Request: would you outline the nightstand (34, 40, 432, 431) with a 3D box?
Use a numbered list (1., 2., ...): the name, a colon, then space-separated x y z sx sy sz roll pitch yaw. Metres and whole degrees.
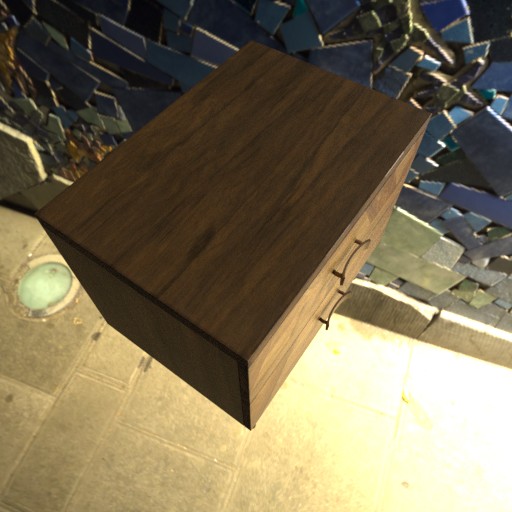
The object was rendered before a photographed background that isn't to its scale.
1. nightstand: 0.000 0.000 1.043 0.458 0.610 0.610 31 62 18
